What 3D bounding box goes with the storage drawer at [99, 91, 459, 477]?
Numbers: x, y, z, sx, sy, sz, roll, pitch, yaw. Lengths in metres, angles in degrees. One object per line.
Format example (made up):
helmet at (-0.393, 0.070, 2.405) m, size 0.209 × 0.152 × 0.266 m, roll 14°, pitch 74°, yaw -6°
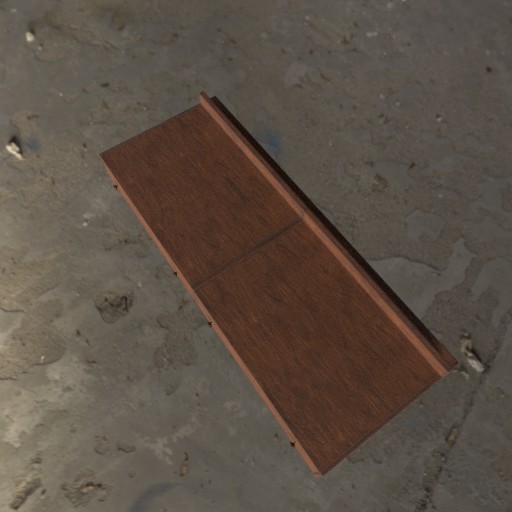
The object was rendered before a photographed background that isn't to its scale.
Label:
storage drawer at (0.000, 0.000, 2.222) m, size 0.774 × 0.339 × 1.914 m, roll -32°, pitch 68°, yaw -15°
